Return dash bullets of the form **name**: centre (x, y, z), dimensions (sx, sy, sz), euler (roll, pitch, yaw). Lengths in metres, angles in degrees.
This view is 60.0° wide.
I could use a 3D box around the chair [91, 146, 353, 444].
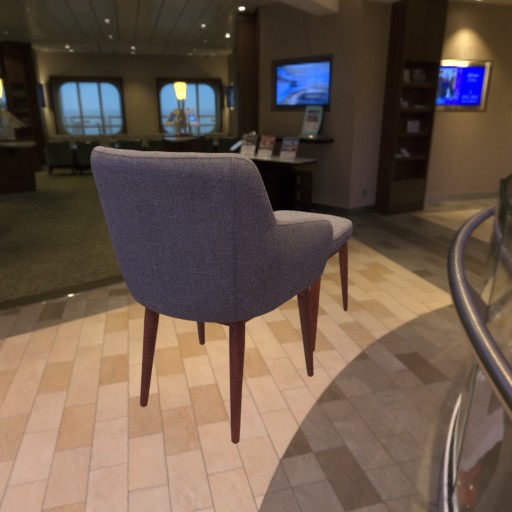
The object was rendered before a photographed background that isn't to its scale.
- **chair**: centre (0.000, 0.000, 1.547), dimensions (0.584, 0.799, 1.107), euler (10, 21, 27)
